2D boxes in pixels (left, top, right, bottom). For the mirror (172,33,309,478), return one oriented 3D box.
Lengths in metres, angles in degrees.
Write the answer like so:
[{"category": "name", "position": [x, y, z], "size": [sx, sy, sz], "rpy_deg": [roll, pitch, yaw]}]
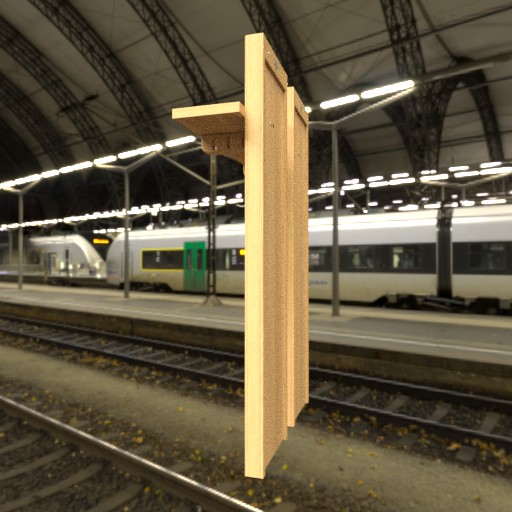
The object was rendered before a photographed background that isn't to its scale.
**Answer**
[{"category": "mirror", "position": [0.000, 0.000, 1.617], "size": [0.260, 1.250, 0.800], "rpy_deg": [0, -1, 17]}]
